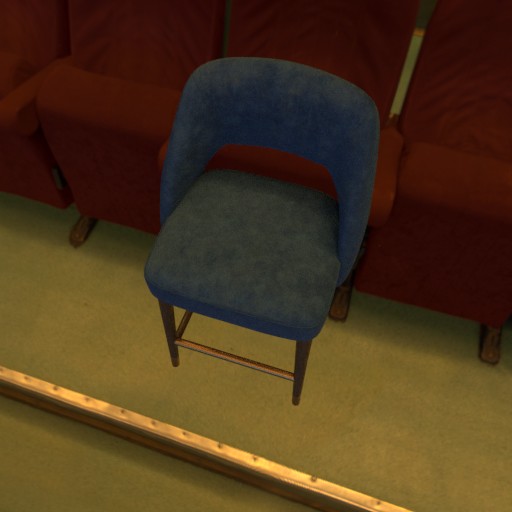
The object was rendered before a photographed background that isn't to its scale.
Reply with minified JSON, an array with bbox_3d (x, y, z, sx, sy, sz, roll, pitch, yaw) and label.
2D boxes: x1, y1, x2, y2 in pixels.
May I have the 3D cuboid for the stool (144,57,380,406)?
[{"bbox_3d":[0.000,0.000,1.273,0.536,0.925,0.524,15,60,9],"label":"stool"}]
